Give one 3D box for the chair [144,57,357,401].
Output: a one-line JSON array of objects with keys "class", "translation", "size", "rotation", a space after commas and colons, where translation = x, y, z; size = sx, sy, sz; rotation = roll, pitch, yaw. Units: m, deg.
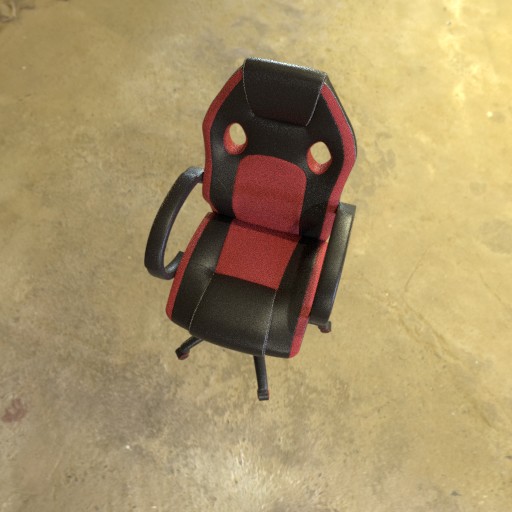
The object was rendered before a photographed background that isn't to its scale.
[{"class": "chair", "translation": [0.000, 0.000, 1.716], "size": [0.750, 1.189, 0.783], "rotation": [15, 60, 9]}]
